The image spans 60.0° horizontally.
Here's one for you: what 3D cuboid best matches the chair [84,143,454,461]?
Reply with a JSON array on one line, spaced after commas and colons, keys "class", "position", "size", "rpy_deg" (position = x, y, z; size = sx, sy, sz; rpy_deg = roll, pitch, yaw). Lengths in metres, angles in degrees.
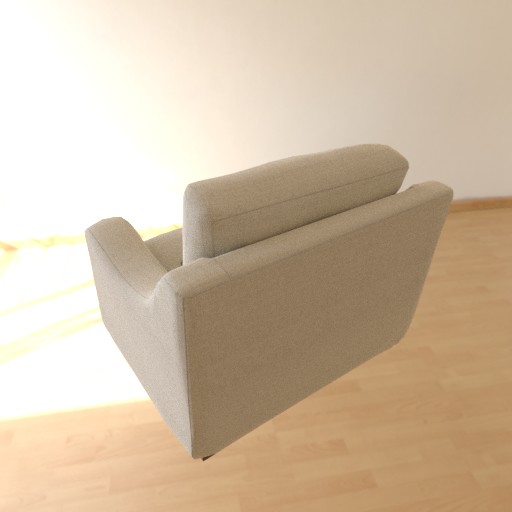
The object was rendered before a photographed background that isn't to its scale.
[{"class": "chair", "position": [0.000, 0.000, 1.904], "size": [1.178, 1.016, 1.009], "rpy_deg": [-20, 37, -30]}]
